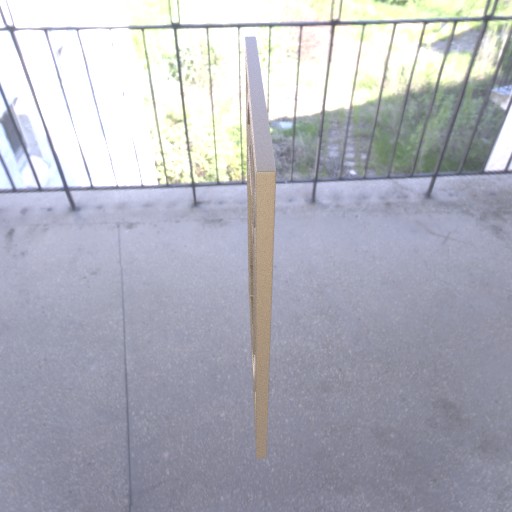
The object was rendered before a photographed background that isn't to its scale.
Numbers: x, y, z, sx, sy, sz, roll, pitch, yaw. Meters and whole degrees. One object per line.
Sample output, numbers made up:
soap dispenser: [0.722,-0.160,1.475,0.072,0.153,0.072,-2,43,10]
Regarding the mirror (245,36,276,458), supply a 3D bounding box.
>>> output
mirror: [0.000,0.000,1.331,0.032,1.023,0.756,-2,41,-2]
